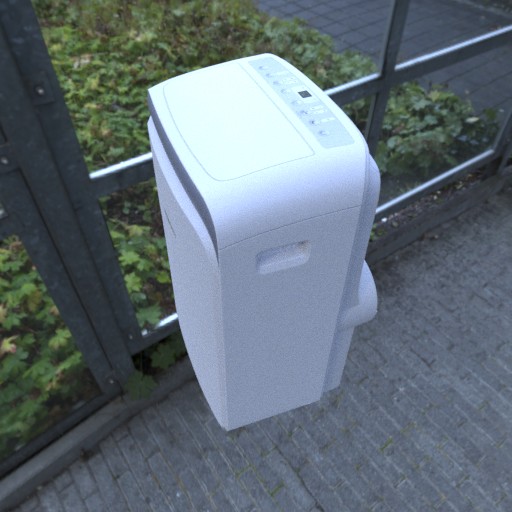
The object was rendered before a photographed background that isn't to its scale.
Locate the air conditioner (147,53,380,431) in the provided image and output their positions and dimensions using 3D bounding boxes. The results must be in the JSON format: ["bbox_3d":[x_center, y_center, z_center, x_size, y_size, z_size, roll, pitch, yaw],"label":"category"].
[{"bbox_3d":[0.000,0.000,0.949,0.365,0.700,0.454,-17,50,-15],"label":"air conditioner"}]
